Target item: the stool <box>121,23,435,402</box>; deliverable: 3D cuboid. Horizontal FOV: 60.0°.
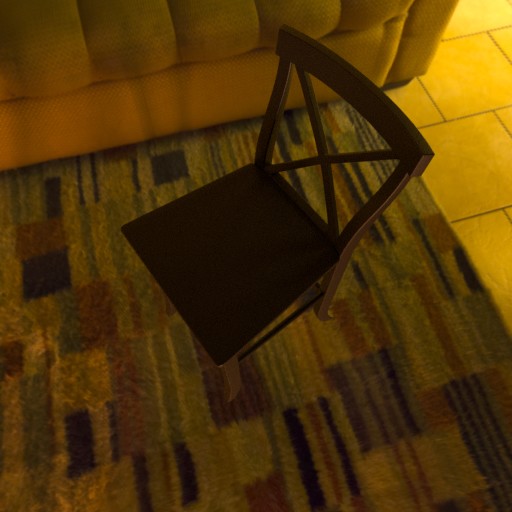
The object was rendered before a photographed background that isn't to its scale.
[{"bbox_3d":[0.000,0.000,1.263,0.559,0.989,0.452,-34,69,-15],"label":"stool"}]
